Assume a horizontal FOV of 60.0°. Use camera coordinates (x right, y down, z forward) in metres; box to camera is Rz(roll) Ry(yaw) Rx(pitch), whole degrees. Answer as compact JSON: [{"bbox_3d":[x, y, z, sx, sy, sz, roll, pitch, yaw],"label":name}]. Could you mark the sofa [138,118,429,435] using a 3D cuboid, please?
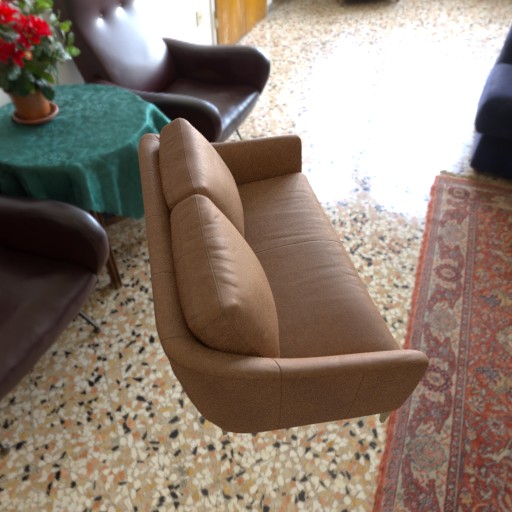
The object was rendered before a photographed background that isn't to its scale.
[{"bbox_3d":[0.000,0.000,2.175,0.960,0.902,1.619,-10,46,-10],"label":"sofa"}]
